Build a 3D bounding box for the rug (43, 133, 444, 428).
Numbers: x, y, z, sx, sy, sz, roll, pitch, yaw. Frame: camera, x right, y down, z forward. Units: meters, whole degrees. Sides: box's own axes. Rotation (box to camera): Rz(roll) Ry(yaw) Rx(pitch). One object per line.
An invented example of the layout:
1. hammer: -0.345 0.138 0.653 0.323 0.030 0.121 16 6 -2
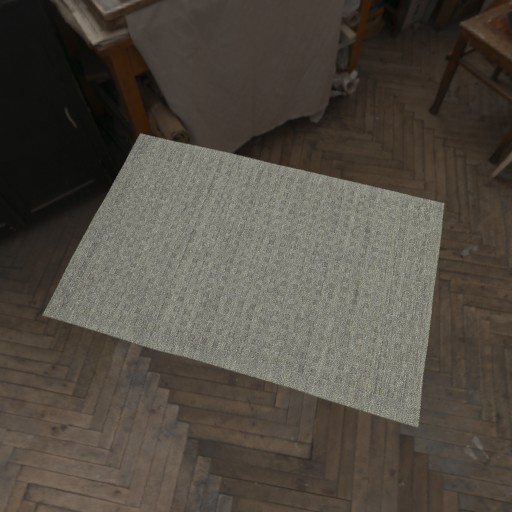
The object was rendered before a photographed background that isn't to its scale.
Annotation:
1. rug: 0.000 0.000 2.905 2.297 0.018 1.532 15 64 7
